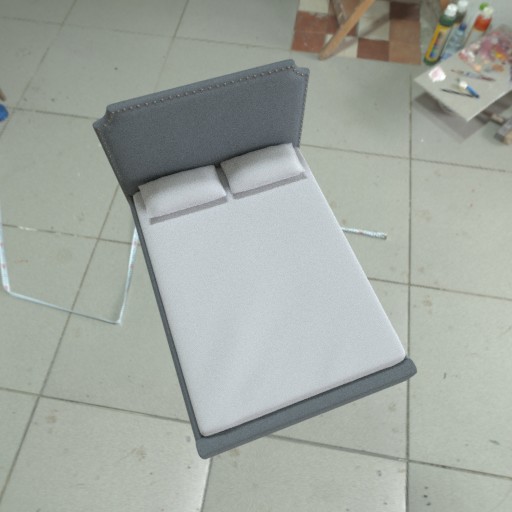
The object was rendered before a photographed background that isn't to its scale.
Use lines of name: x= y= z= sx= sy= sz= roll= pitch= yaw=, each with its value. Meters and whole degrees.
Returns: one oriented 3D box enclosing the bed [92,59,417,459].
bed: x=0.000 y=0.000 z=3.395 sx=1.712 sy=1.443 sz=2.372 roll=-18 pitch=64 yaw=-9
